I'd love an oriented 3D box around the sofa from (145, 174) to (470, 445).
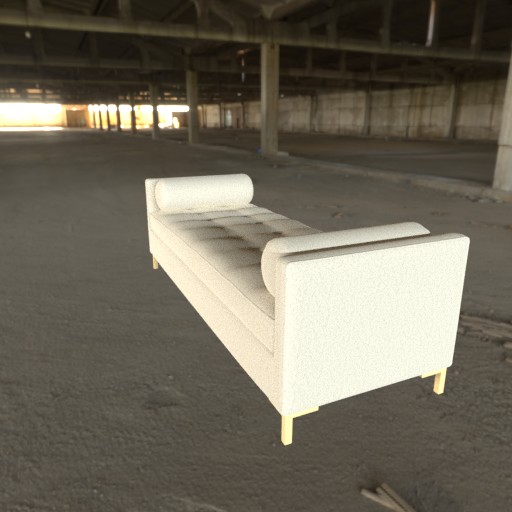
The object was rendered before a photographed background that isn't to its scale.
[{"bbox_3d":[0.000,0.000,2.316,0.746,0.641,1.985,-8,19,-23],"label":"sofa"}]
